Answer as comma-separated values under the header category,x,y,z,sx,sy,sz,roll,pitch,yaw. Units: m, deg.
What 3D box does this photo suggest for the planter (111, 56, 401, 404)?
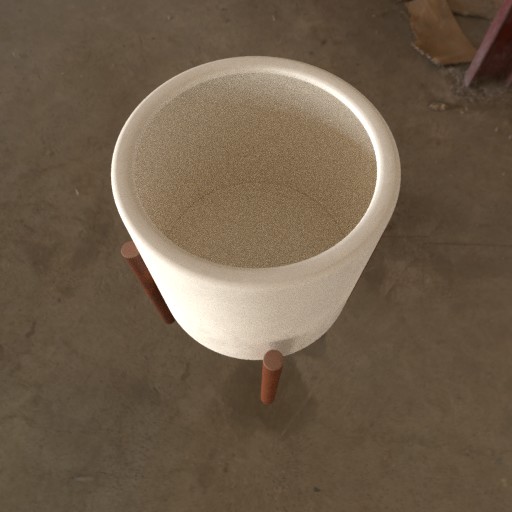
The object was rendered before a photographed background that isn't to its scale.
category,x,y,z,sx,sy,sz,roll,pitch,yaw
planter,0.000,0.000,0.503,0.224,0.358,0.224,35,69,16
